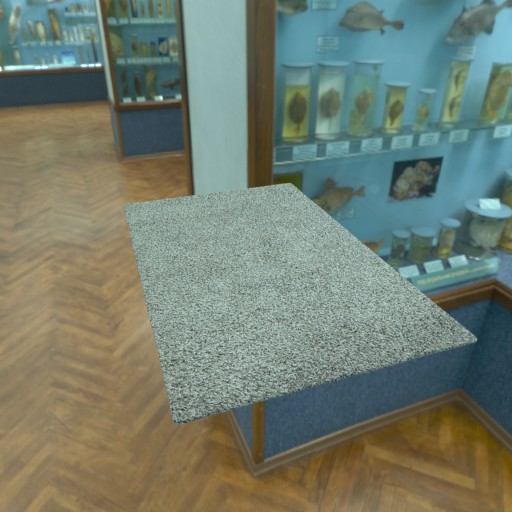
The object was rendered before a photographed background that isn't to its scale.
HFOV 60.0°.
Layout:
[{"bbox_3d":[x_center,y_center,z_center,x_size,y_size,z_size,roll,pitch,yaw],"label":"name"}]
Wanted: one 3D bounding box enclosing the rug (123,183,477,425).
[{"bbox_3d":[0.000,0.000,3.441,1.778,0.030,2.743,-10,31,-17],"label":"rug"}]
